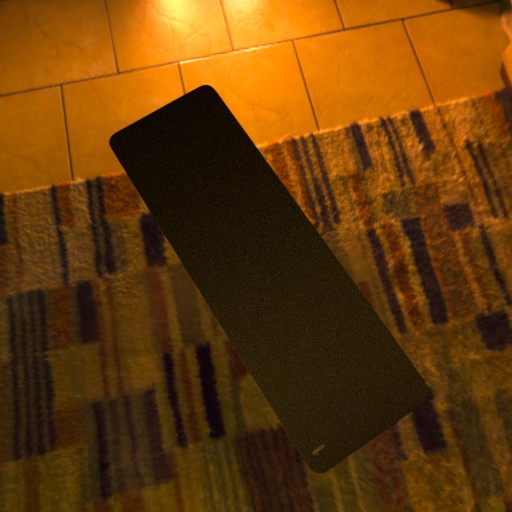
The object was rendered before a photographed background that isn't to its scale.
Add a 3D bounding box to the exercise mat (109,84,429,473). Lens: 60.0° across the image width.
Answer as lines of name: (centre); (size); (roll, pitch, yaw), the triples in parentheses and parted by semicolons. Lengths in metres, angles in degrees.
exercise mat: (0.000, 0.000, 2.068); (0.616, 0.021, 1.869); (-32, 77, -8)
